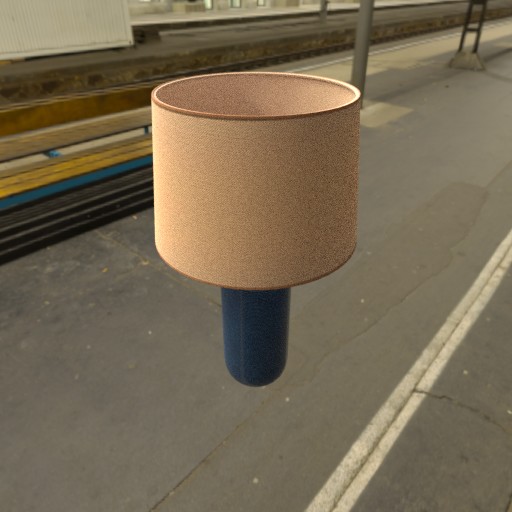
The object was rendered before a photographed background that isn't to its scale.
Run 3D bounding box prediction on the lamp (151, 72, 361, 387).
[{"bbox_3d":[0.000,0.000,0.850,0.367,0.609,0.367,0,32,0],"label":"lamp"}]
